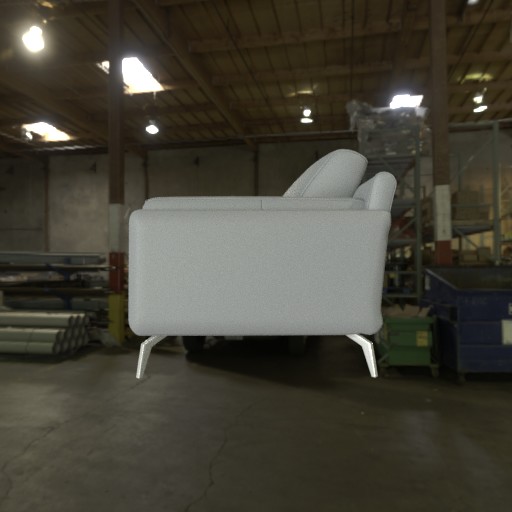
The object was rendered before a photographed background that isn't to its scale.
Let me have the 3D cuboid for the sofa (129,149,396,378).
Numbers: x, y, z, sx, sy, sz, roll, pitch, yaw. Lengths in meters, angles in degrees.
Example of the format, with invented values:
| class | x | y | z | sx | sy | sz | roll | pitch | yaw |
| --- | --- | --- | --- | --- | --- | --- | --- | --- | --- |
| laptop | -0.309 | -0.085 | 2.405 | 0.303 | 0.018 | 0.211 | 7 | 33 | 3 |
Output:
| class | x | y | z | sx | sy | sz | roll | pitch | yaw |
| --- | --- | --- | --- | --- | --- | --- | --- | --- | --- |
| sofa | 0.000 | 0.000 | 2.599 | 0.969 | 0.900 | 2.100 | 0 | -1 | -2 |
